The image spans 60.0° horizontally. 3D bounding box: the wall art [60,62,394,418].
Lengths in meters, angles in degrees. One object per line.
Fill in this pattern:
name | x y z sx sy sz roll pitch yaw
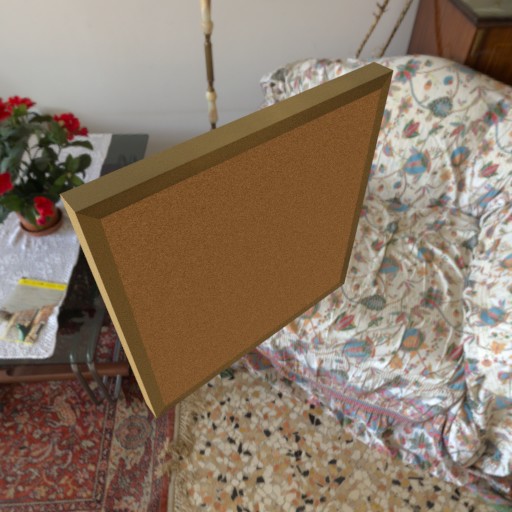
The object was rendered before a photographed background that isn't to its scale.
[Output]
wall art | 0.000 0.000 0.755 0.507 0.508 0.038 -31 54 -26
